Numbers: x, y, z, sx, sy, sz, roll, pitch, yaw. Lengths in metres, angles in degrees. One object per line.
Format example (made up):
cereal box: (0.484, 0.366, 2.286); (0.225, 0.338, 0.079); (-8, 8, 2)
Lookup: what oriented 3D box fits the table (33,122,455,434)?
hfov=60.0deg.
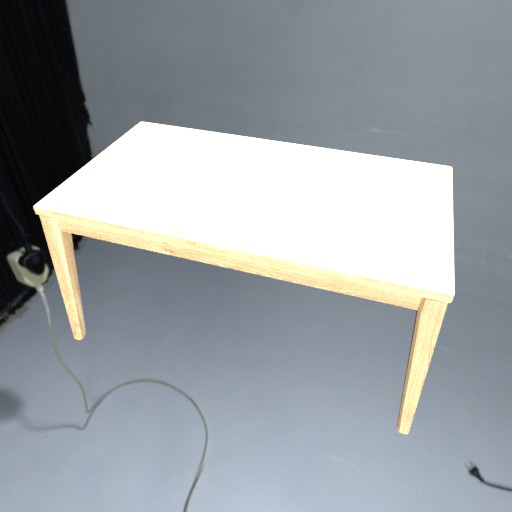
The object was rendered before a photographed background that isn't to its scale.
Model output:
table: (0.000, 0.000, 2.071); (1.600, 0.760, 0.900); (12, 42, 14)
